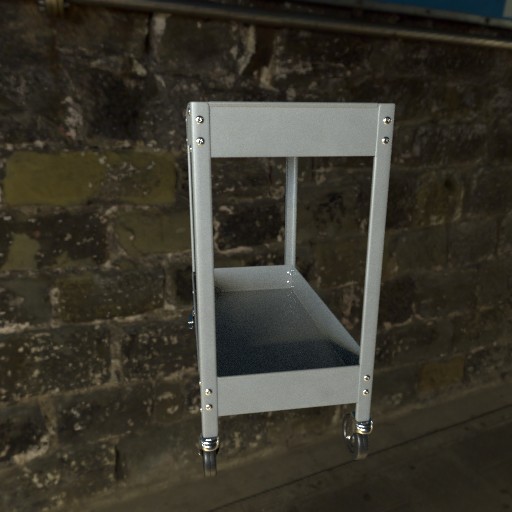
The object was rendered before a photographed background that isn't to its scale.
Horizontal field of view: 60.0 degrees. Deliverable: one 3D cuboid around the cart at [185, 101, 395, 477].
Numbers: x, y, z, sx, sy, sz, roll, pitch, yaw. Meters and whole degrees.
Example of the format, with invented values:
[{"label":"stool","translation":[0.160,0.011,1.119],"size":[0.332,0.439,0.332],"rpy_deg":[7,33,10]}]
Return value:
[{"label":"cart","translation":[0.000,0.000,1.159],"size":[0.366,0.719,0.779],"rpy_deg":[-3,16,-9]}]
